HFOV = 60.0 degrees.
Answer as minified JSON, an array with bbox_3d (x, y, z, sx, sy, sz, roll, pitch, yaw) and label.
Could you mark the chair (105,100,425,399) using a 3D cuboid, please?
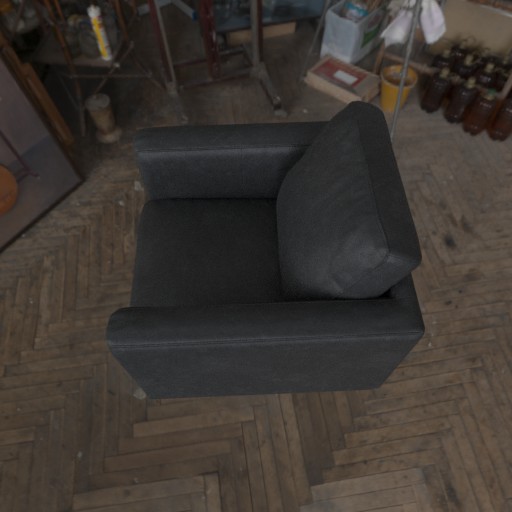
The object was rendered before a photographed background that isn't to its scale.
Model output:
[{"bbox_3d":[0.000,0.000,1.558,0.879,0.898,0.831,-2,59,-1],"label":"chair"}]
